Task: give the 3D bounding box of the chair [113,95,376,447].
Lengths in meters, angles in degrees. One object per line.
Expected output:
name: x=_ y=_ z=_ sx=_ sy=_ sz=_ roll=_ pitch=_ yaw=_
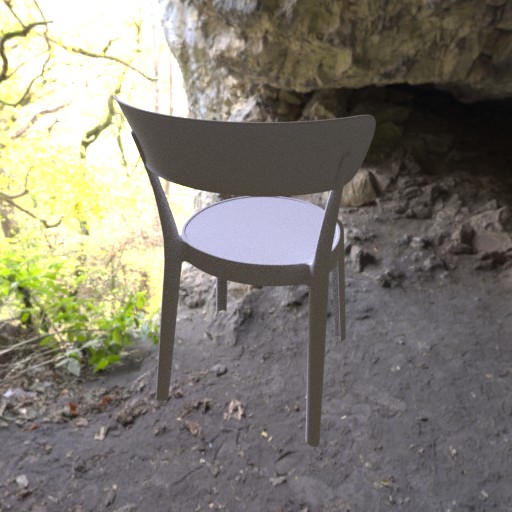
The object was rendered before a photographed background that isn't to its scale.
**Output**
chair: x=0.000 y=0.000 z=1.101 sx=0.506 sy=0.790 sz=0.491 roll=10 pitch=33 yaw=16
